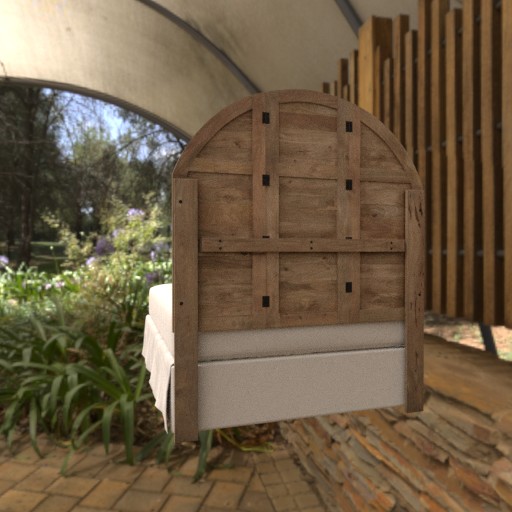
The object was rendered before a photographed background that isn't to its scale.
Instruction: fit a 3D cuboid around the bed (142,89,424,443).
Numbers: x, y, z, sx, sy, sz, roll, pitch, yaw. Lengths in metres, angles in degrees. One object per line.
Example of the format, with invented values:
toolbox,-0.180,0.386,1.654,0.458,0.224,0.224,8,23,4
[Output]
bed,0.000,0.000,3.631,1.713,2.002,2.112,0,1,-18
